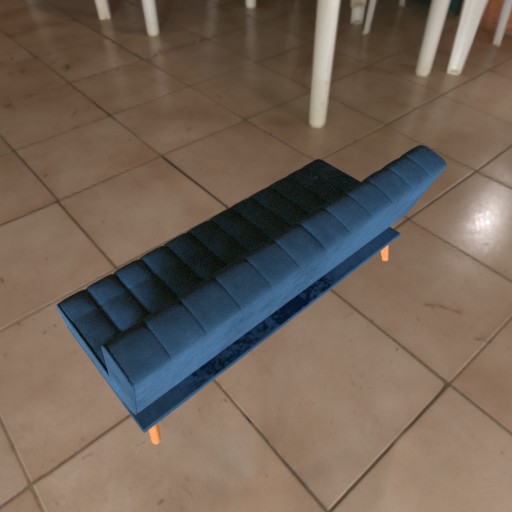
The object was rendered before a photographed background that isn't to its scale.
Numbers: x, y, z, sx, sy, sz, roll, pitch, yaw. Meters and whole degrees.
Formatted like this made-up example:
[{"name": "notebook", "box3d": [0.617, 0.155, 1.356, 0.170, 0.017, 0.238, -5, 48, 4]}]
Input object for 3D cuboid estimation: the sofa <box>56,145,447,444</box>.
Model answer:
[{"name": "sofa", "box3d": [0.000, 0.000, 2.276, 1.804, 0.813, 0.855, -33, 54, -28]}]
